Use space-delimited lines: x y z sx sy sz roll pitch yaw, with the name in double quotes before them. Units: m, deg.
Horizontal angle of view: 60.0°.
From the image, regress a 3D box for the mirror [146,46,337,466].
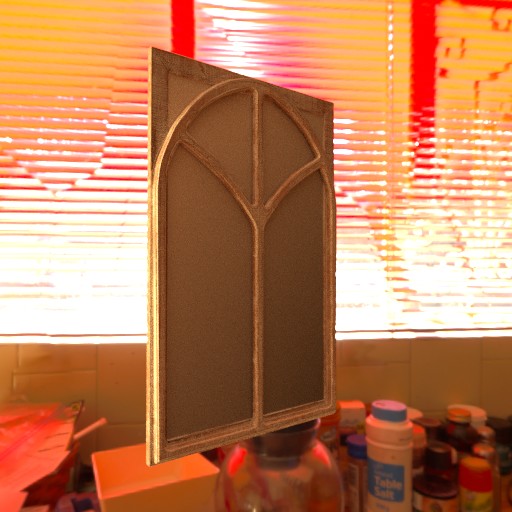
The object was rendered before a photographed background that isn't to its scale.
"mirror" 0.000 0.000 0.976 0.495 0.787 0.058 1 -1 -37
